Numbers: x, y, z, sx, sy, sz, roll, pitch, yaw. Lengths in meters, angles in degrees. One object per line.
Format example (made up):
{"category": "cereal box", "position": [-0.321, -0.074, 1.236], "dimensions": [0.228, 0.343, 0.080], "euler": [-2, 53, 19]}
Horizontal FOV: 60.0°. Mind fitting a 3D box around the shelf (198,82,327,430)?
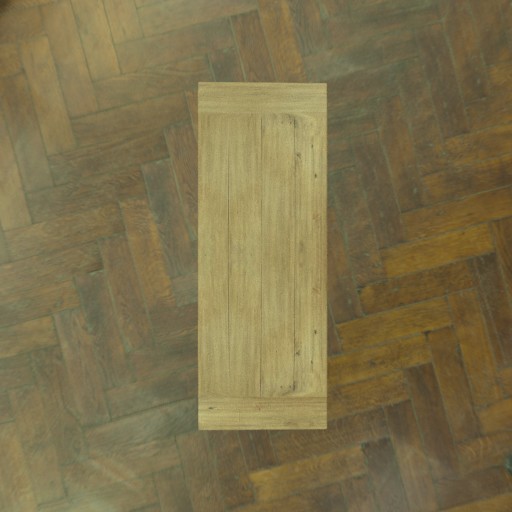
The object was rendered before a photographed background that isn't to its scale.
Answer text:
{"category": "shelf", "position": [0.000, 0.000, 2.241], "dimensions": [0.381, 1.878, 1.022], "euler": [0, 90, -1]}
